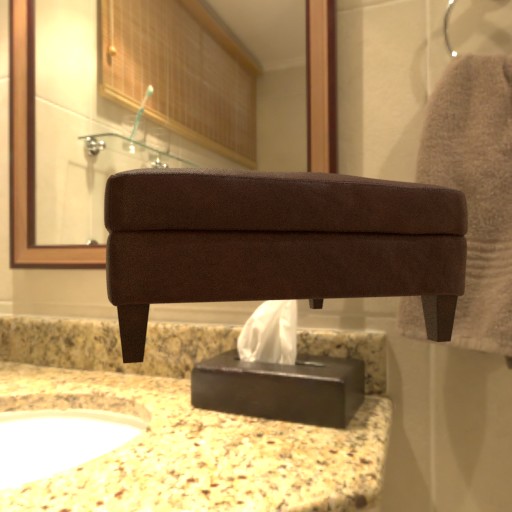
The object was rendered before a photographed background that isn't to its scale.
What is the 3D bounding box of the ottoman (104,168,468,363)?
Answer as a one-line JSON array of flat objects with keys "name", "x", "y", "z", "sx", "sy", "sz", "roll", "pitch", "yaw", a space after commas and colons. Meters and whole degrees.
[{"name": "ottoman", "x": 0.000, "y": 0.000, "z": 1.317, "sx": 0.844, "sy": 0.415, "sz": 0.836, "roll": 0, "pitch": 0, "yaw": -17}]
